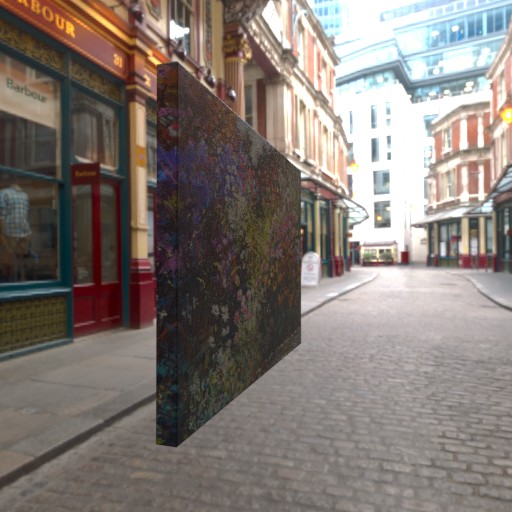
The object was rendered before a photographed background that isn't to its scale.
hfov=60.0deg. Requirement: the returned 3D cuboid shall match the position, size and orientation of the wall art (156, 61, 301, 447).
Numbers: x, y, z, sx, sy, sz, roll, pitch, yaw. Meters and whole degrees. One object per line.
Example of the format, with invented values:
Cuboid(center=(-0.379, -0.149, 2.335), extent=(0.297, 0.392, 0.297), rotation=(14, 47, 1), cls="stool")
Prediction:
Cuboid(center=(0.000, 0.000, 1.130), extent=(0.037, 0.604, 0.908), rotation=(0, -1, 18), cls="wall art")
